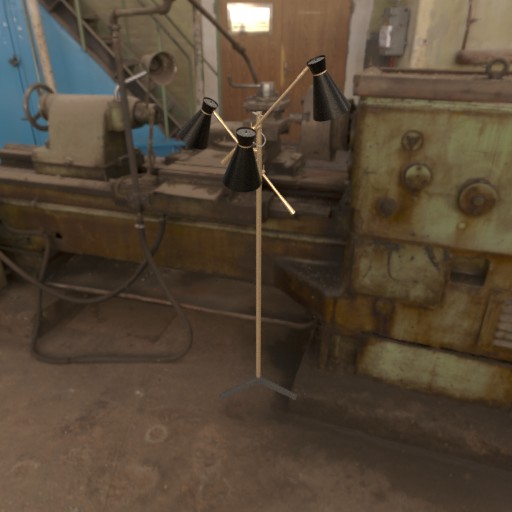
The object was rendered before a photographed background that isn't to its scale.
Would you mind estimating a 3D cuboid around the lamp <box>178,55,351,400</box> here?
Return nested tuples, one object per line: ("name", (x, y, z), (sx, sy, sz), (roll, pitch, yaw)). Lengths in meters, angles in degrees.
("lamp", (0.000, 0.000, 2.168), (0.750, 1.804, 0.653), (0, 28, 0))
